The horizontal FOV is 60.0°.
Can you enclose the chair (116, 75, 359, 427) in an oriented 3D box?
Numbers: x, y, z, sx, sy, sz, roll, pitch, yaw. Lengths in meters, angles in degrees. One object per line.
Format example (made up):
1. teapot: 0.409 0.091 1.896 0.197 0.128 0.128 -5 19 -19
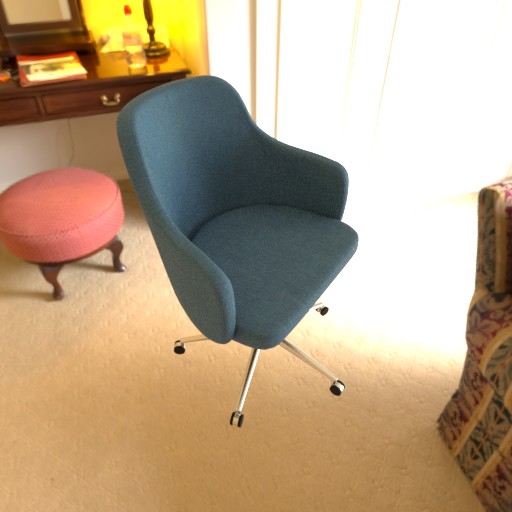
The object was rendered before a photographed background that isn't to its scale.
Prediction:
1. chair: 0.000 0.000 1.257 0.655 0.820 0.599 25 47 26
